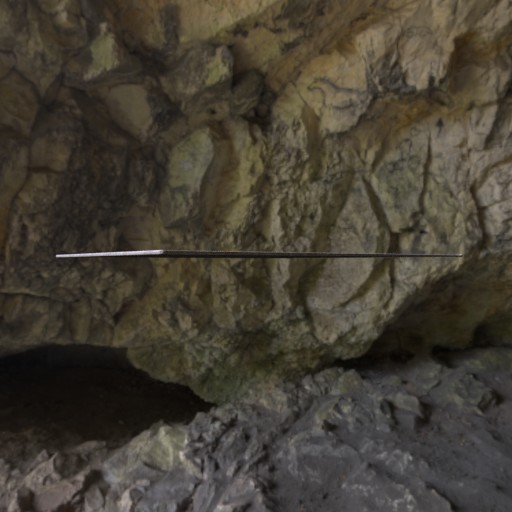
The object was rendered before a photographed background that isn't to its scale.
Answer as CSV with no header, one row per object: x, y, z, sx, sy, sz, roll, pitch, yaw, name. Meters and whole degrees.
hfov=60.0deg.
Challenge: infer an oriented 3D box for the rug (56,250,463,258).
0.000,0.000,4.229,3.049,0.025,2.449,0,-1,-36,rug
